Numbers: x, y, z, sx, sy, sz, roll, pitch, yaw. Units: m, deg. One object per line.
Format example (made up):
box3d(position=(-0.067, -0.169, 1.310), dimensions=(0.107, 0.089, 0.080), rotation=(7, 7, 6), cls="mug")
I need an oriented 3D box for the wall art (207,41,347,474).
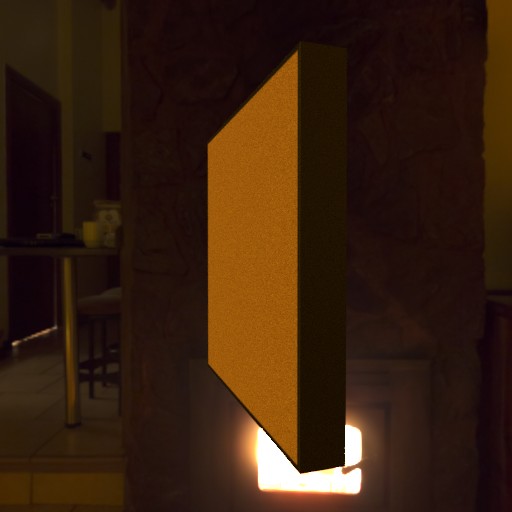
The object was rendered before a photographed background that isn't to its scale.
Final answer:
box3d(position=(0.000, 0.000, 0.459), dimensions=(0.037, 0.303, 0.304), rotation=(0, 1, -18), cls="wall art")
